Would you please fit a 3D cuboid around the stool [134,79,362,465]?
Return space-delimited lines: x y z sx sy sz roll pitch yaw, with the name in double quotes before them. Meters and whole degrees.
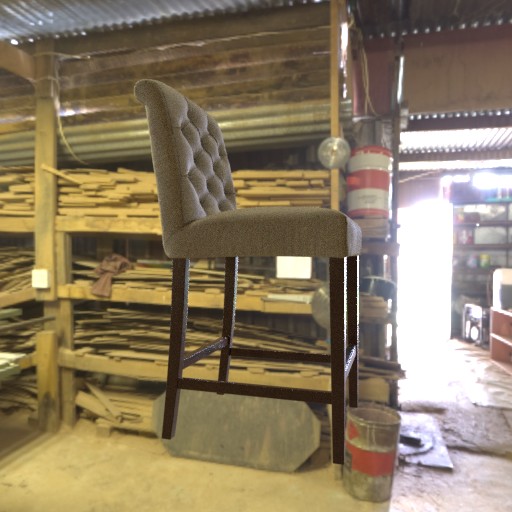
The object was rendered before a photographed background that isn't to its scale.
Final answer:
"stool" 0.000 0.000 1.464 0.660 1.084 0.486 0 1 17
